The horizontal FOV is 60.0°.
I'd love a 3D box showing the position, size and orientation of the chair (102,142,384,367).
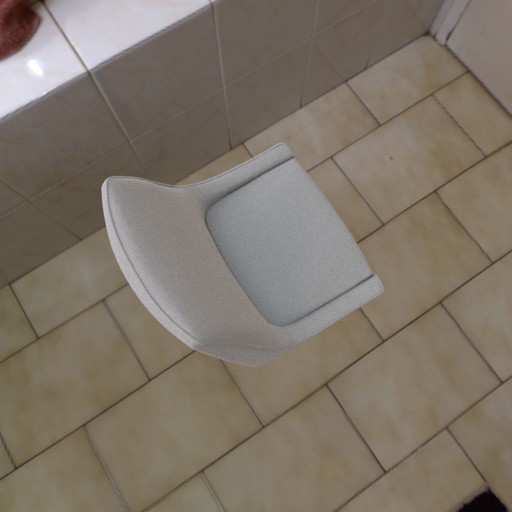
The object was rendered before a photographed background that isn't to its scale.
[{"bbox_3d":[0.000,0.000,1.215,0.544,0.861,0.529,-30,78,-7],"label":"chair"}]
